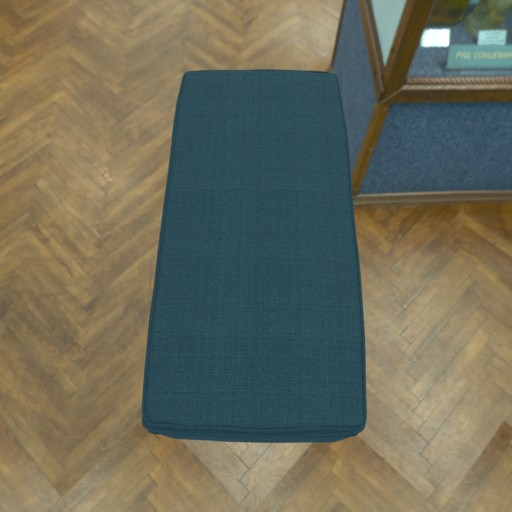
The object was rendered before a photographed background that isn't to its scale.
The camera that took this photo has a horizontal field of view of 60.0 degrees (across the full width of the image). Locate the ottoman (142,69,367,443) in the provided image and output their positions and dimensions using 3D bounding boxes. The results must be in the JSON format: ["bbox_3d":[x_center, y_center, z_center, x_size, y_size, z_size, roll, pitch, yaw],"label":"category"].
[{"bbox_3d":[0.000,0.000,1.218,0.474,0.474,0.943,1,64,1],"label":"ottoman"}]
